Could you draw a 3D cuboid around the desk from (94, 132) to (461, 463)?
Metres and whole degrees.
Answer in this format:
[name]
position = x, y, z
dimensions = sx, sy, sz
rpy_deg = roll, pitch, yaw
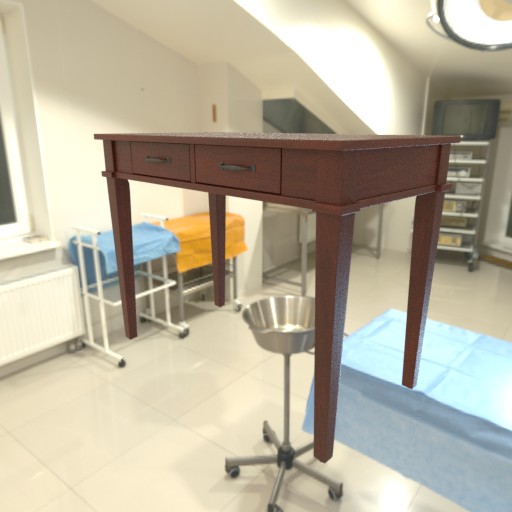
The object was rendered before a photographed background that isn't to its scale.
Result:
[desk]
position = 0.000, 0.000, 1.444
dimensions = 0.549, 0.762, 1.001
rpy_deg = -16, 22, -43
